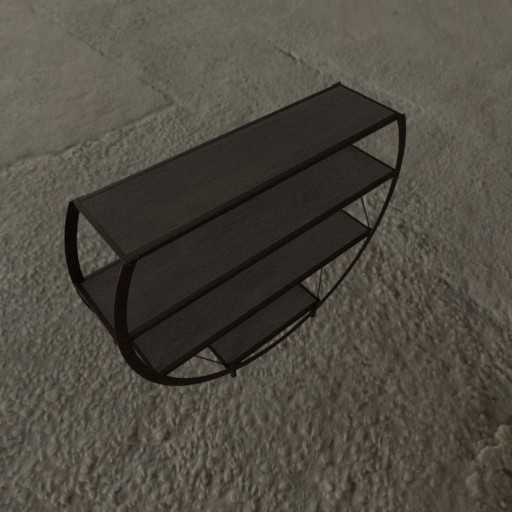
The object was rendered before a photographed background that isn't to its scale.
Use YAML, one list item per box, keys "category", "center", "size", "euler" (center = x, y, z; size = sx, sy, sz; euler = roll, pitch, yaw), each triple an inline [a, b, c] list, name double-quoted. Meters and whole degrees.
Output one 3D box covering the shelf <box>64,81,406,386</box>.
- category: "shelf"
  center: [0.000, 0.000, 1.927]
  size: [1.403, 1.063, 0.344]
  euler: [-32, 55, -26]
